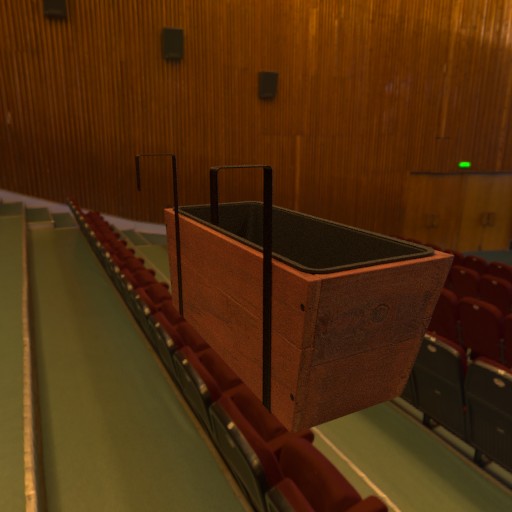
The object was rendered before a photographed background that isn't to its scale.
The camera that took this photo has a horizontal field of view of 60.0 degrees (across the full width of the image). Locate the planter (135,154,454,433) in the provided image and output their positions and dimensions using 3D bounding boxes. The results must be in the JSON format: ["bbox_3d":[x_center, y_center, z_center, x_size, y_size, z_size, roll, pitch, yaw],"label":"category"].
[{"bbox_3d":[0.000,0.000,0.663,0.262,0.289,0.480,-8,17,-26],"label":"planter"}]
